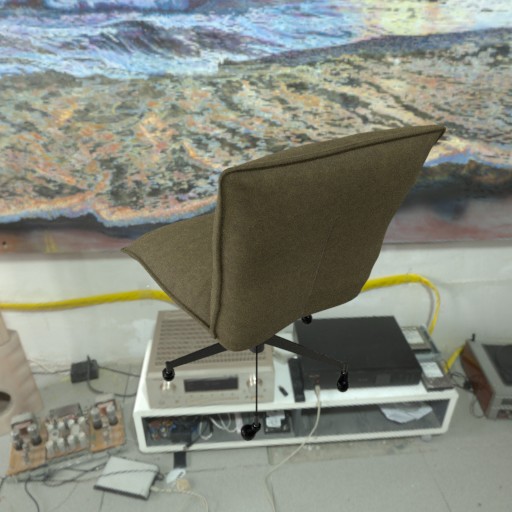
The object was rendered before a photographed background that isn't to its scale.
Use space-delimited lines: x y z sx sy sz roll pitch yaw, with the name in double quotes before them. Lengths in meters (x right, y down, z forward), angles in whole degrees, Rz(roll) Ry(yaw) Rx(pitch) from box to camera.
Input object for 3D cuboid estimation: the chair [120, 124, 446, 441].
"chair" 0.000 0.000 1.284 0.597 0.811 0.696 -19 34 -30
